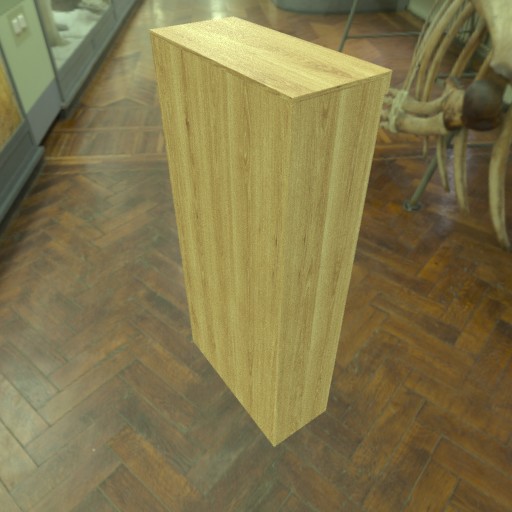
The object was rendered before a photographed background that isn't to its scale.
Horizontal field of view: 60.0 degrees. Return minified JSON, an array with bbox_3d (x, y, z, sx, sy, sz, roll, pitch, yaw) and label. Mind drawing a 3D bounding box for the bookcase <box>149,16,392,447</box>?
[{"bbox_3d":[0.000,0.000,2.294,0.420,2.020,0.950,-25,46,-26],"label":"bookcase"}]
